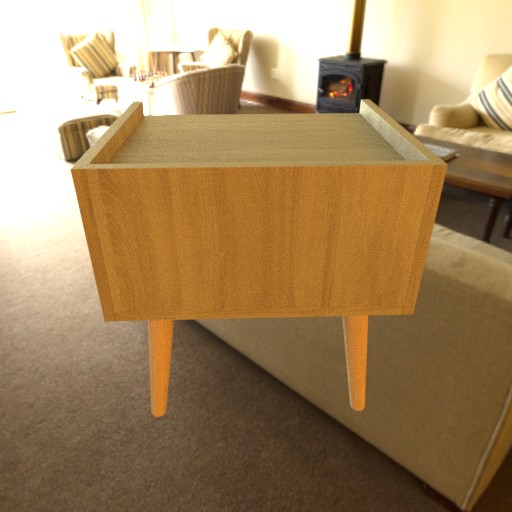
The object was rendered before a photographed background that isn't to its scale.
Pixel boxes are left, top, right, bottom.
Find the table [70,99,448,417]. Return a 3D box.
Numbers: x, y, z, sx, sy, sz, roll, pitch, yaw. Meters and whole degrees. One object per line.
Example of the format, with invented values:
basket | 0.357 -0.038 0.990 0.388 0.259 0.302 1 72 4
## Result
table | 0.000 0.000 0.807 0.450 0.470 0.370 -1 31 -2
